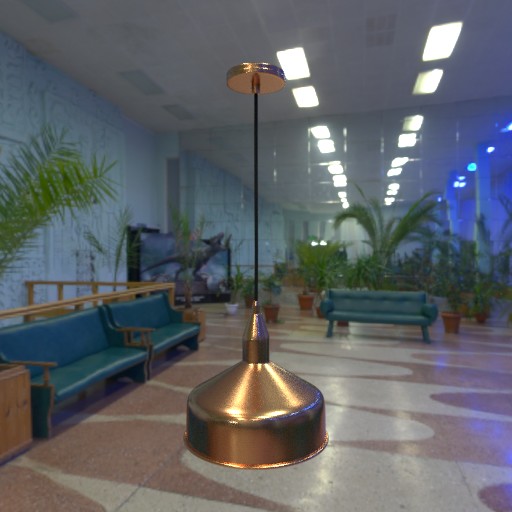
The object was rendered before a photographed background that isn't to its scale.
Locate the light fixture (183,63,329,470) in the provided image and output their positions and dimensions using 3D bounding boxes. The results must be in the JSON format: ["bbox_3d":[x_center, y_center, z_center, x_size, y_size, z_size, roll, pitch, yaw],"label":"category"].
[{"bbox_3d":[0.000,0.000,0.927,0.301,0.754,0.301,0,0,17],"label":"light fixture"}]
